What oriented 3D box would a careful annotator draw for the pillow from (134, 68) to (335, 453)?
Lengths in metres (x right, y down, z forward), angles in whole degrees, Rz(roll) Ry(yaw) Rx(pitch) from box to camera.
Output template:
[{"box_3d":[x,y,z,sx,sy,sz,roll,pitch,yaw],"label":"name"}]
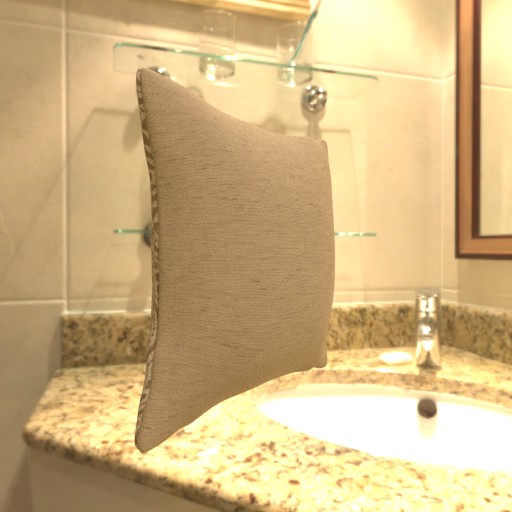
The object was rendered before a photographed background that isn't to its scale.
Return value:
[{"box_3d":[0.000,0.000,0.650,0.167,0.421,0.438,1,1,36],"label":"pillow"}]
